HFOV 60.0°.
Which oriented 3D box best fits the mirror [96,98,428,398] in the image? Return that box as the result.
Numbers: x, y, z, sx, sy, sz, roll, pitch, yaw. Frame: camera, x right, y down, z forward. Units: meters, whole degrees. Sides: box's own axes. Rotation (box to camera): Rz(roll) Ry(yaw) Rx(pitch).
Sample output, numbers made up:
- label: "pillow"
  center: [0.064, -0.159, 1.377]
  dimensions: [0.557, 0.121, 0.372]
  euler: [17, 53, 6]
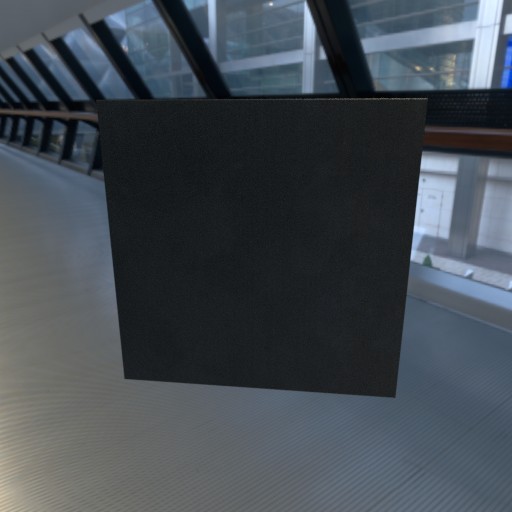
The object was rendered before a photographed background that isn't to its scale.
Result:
- label: "mirror"
  center: [0.000, 0.000, 0.571]
  dimensions: [0.382, 0.381, 0.020]
  euler: [2, 17, 7]
